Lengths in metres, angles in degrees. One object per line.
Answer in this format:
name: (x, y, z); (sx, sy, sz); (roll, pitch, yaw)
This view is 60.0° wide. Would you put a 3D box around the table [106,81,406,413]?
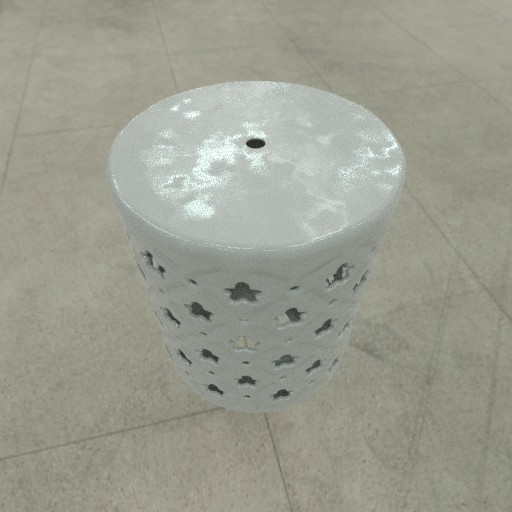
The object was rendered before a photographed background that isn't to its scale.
table: (0.000, 0.000, 0.662); (0.352, 0.387, 0.352); (0, 46, 0)
